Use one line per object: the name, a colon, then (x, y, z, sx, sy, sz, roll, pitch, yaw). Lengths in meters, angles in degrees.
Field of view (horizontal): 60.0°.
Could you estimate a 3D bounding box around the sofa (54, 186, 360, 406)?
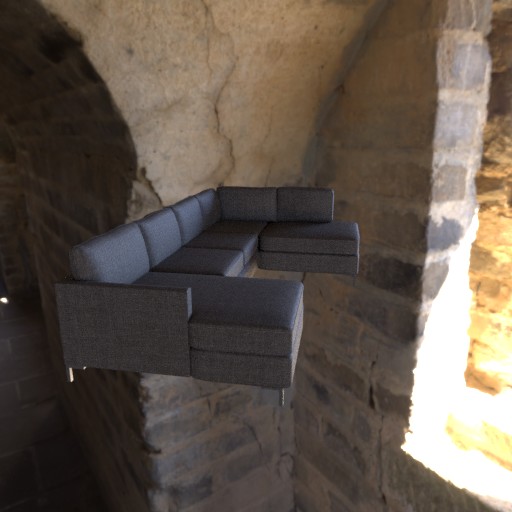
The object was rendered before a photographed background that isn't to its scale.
sofa: (0.000, 0.000, 4.334, 2.048, 0.999, 3.423, 3, 16, 10)
